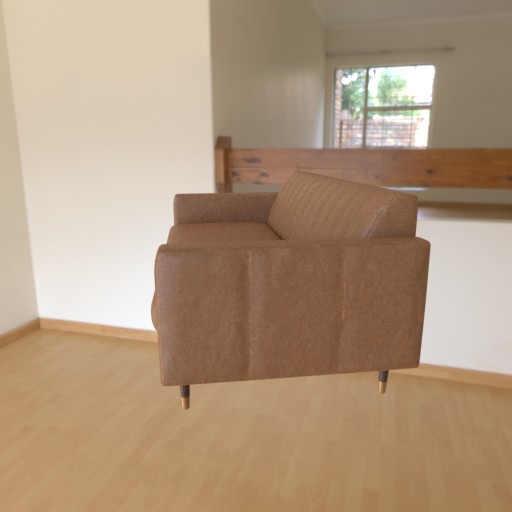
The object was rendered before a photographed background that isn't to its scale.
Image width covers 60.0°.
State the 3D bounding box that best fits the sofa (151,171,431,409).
[{"bbox_3d":[0.000,0.000,2.406,0.993,0.821,1.847,-2,14,-8],"label":"sofa"}]
